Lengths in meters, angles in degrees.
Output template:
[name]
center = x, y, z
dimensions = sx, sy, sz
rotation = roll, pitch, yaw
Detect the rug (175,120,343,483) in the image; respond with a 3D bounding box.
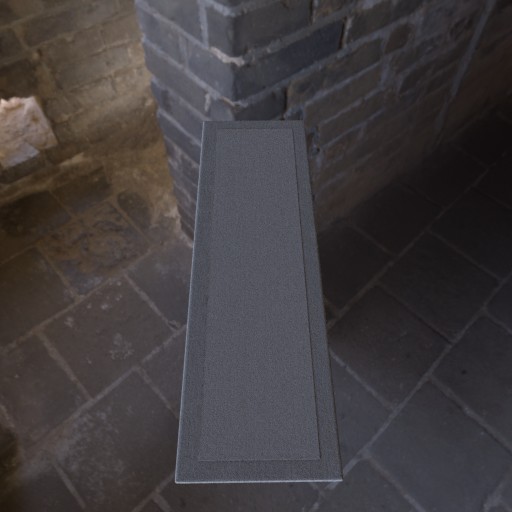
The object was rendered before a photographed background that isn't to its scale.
[rug]
center = 0.000, 0.000, 2.657
dimensions = 0.759, 0.012, 2.430
rotation = -1, 57, 0
